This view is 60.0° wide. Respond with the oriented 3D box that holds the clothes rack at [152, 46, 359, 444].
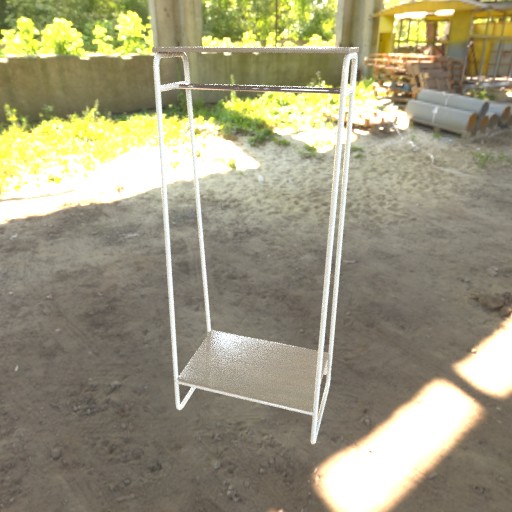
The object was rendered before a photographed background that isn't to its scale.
[{"bbox_3d":[0.000,0.000,1.774,0.640,1.512,0.400,8,27,16],"label":"clothes rack"}]
